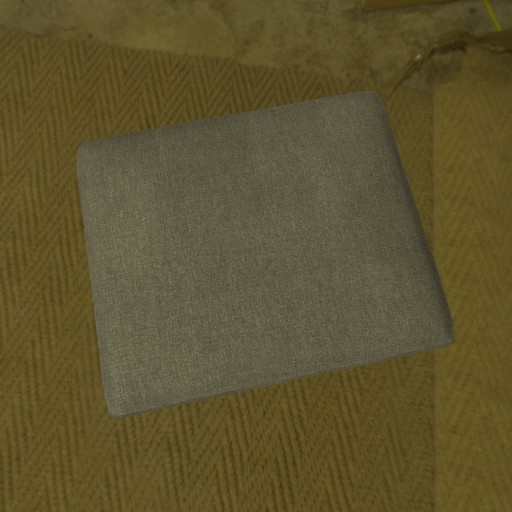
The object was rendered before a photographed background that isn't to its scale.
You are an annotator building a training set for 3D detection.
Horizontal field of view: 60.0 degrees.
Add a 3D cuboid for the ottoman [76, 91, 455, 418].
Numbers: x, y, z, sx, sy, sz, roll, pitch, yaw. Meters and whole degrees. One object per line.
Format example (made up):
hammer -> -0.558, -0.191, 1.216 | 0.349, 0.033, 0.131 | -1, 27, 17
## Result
ottoman -> 0.000, 0.000, 1.244 | 0.821, 0.474, 0.693 | -11, 76, -3
